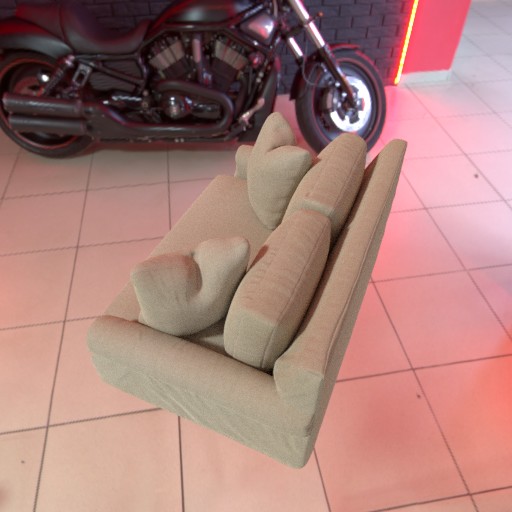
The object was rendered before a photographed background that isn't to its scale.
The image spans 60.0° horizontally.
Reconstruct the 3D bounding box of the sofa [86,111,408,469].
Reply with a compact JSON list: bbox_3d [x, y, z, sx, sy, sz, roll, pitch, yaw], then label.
[{"bbox_3d":[0.000,0.000,2.160,1.070,0.905,1.550,17,48,16],"label":"sofa"}]
